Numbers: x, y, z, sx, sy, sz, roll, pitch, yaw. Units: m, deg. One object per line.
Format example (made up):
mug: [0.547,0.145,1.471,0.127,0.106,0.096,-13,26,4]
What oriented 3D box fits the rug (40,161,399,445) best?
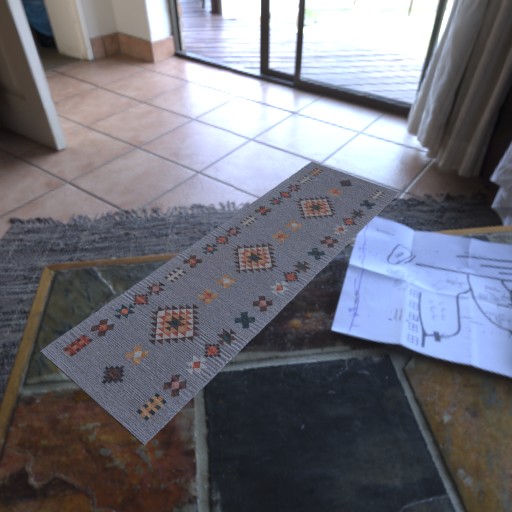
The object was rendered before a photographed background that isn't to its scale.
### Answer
rug: [0.000,0.000,2.707,0.766,0.008,2.432,27,47,28]
